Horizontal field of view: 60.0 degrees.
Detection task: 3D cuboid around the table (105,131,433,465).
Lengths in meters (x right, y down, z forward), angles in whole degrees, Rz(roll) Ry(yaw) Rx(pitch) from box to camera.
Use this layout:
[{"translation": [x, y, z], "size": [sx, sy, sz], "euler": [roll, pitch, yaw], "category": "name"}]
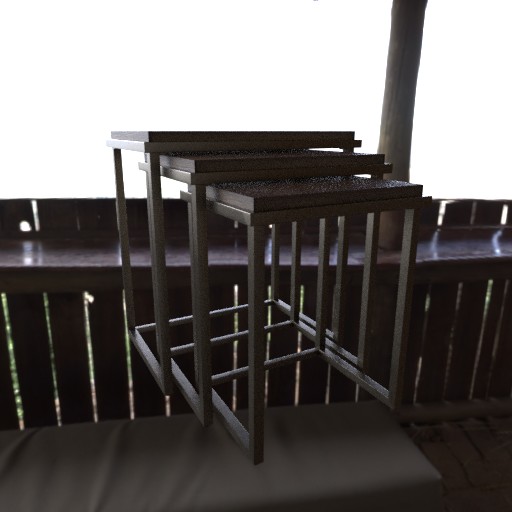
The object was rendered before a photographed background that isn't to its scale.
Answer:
[{"translation": [0.000, 0.000, 1.122], "size": [0.559, 0.610, 0.706], "euler": [-8, 18, -27], "category": "table"}]
